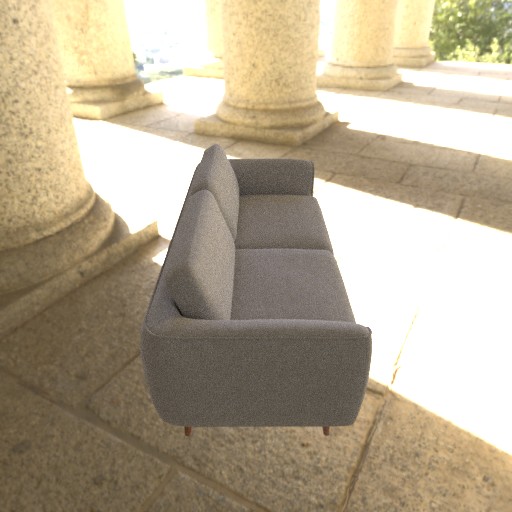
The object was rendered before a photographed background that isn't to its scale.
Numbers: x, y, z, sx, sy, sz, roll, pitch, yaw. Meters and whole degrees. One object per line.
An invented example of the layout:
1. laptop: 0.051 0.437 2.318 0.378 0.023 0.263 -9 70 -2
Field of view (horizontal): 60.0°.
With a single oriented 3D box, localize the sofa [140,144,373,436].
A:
1. sofa: 0.000 0.000 2.506 0.920 0.850 2.000 0 31 0
